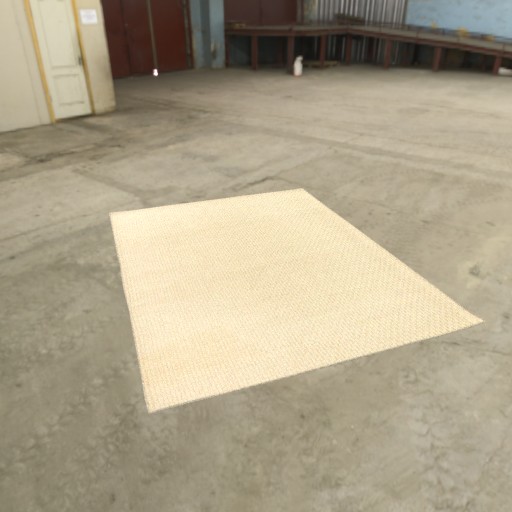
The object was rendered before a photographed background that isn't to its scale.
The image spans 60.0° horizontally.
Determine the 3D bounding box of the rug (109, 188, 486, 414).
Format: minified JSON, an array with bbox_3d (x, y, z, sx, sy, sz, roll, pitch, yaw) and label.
[{"bbox_3d":[0.000,0.000,3.869,2.277,0.035,2.897,-10,30,-18],"label":"rug"}]
